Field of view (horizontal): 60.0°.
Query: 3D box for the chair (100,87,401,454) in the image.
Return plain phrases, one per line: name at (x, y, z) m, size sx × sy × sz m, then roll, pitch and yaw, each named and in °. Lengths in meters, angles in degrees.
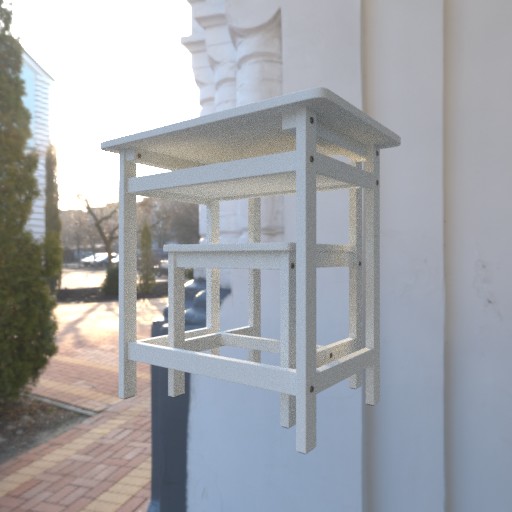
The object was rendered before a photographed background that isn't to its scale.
chair at (0.000, 0.000, 1.061) m, size 0.599 × 0.673 × 0.461 m, roll 0°, pitch 0°, yaw 36°
